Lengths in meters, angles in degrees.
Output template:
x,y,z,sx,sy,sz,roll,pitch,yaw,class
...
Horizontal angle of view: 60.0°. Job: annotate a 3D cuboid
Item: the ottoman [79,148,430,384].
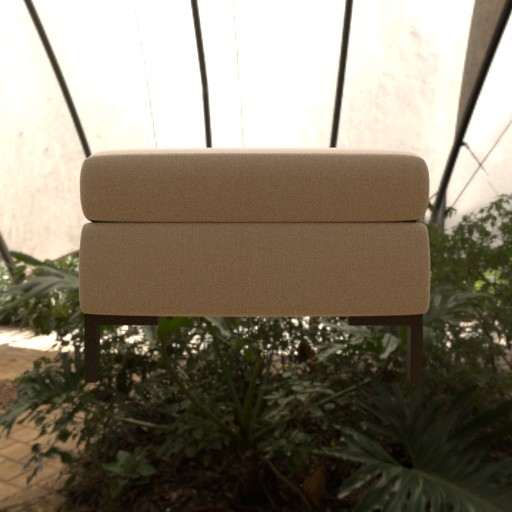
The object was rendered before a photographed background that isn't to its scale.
x,y,z,sx,sy,sz,roll,pitch,yaw,class
0.000,0.000,1.177,0.657,0.453,0.794,0,1,0,ottoman
